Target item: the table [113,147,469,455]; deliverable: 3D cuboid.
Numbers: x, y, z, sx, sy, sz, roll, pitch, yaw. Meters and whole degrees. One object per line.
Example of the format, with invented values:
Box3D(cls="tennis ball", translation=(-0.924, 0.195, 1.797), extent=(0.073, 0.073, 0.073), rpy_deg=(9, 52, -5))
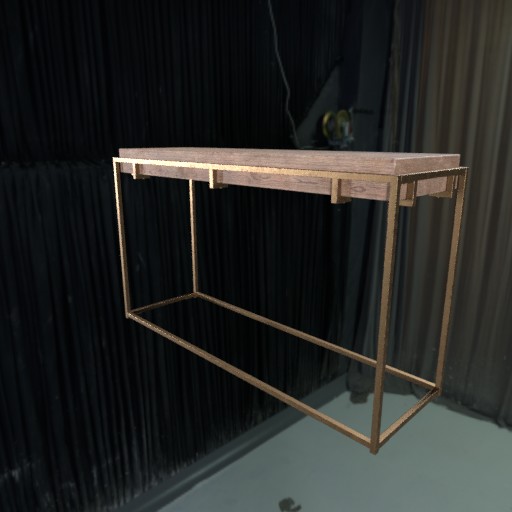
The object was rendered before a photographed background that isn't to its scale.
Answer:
Box3D(cls="table", translation=(0.000, 0.000, 1.777), extent=(0.440, 0.820, 1.400), rpy_deg=(-14, 21, -43))
